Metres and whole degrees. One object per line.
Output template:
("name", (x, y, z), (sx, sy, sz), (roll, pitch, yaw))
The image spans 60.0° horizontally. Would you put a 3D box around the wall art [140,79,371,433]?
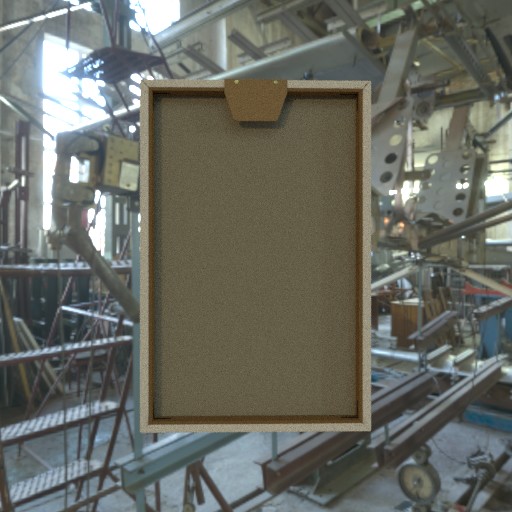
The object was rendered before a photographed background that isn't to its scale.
("wall art", (0.000, 0.000, 1.169), (0.602, 0.916, 0.048), (0, 0, -1))
